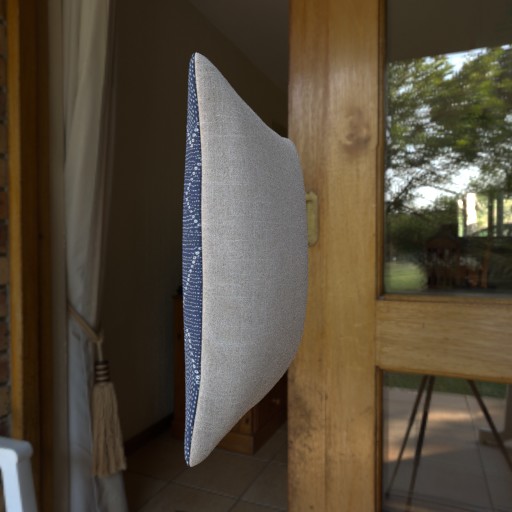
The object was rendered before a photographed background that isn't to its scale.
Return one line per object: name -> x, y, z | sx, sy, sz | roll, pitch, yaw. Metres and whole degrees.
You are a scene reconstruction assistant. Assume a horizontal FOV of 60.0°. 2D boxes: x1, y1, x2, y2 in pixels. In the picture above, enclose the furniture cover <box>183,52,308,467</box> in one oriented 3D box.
furniture cover -> 0.000, 0.000, 0.772 | 0.162, 0.503, 0.511 | 0, 1, 18
